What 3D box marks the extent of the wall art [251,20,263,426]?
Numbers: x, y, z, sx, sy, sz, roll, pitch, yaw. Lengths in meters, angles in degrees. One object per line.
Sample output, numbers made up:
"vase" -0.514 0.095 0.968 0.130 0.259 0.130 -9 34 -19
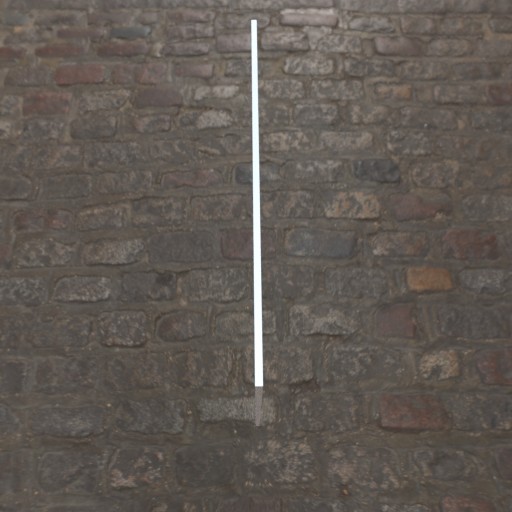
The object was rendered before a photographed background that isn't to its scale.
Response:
"wall art" 0.000 0.000 0.679 0.007 0.456 0.456 -1 65 0
